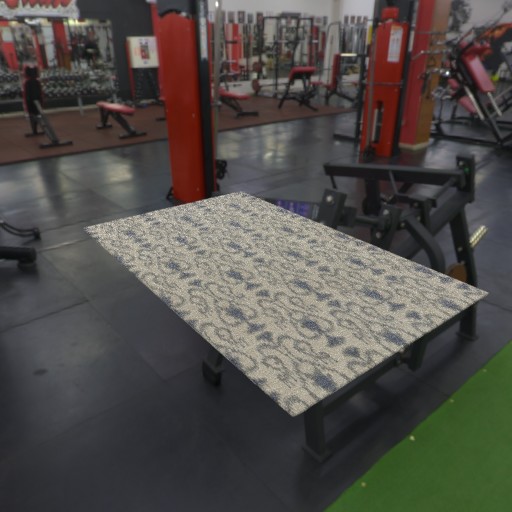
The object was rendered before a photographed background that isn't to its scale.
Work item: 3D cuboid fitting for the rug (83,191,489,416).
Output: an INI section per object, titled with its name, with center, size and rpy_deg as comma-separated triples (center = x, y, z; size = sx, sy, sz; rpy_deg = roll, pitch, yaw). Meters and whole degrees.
[rug]
center = 0.000, 0.000, 2.034
size = 1.035, 0.006, 1.652
rpy_deg = -19, 32, -34
